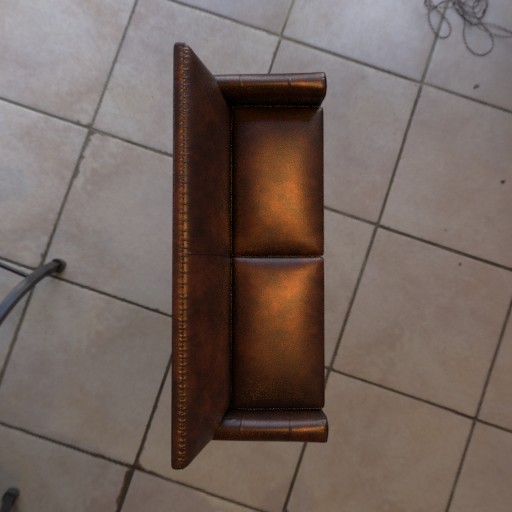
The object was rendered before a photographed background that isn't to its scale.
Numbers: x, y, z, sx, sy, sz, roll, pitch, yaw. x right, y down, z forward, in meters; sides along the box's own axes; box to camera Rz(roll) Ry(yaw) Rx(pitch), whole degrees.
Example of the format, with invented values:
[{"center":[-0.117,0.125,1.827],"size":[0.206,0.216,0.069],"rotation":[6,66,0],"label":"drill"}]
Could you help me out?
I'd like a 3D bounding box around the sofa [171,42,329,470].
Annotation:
[{"center":[0.000,0.000,2.492],"size":[0.786,0.871,1.995],"rotation":[0,88,0],"label":"sofa"}]
